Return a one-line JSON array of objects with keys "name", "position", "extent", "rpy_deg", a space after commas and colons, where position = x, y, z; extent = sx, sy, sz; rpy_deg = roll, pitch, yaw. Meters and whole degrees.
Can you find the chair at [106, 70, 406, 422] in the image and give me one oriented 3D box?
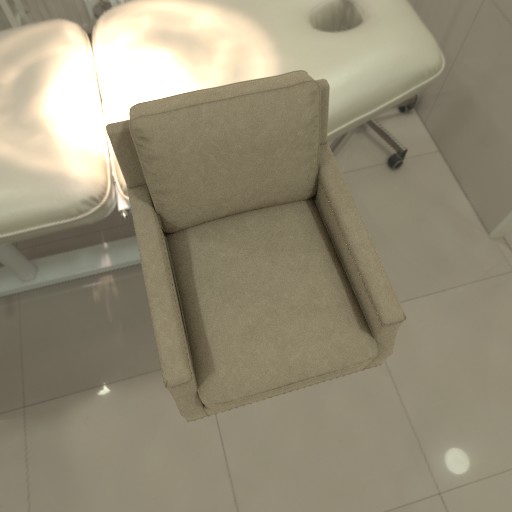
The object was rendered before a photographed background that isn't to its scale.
[{"name": "chair", "position": [0.000, 0.000, 1.727], "extent": [0.853, 0.943, 1.014], "rpy_deg": [-14, 64, -7]}]
